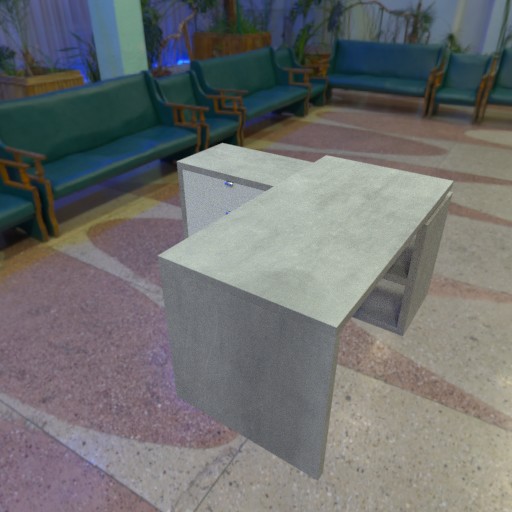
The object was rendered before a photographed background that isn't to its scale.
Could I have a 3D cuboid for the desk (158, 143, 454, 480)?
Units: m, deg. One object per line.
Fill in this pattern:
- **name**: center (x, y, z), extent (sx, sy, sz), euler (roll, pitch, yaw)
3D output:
- **desk**: center (0.000, 0.000, 2.296), extent (1.500, 0.740, 1.400), euler (19, 36, 29)
